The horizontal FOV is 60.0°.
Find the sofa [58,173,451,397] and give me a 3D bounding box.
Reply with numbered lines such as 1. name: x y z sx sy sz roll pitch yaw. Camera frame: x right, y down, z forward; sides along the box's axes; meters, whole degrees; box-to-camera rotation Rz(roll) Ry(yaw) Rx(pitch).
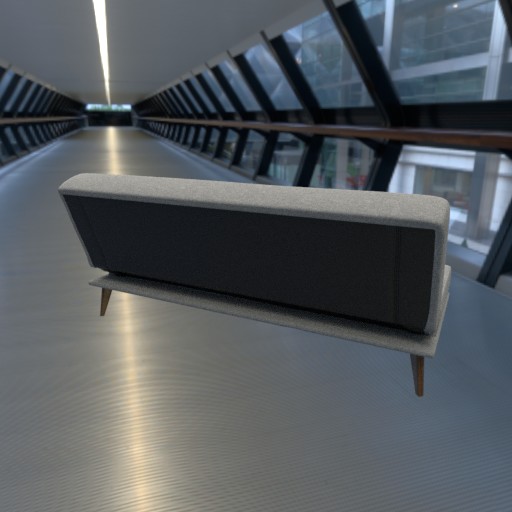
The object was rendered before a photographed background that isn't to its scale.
1. sofa: 0.000 0.000 2.252 1.800 0.810 0.860 8 18 26
